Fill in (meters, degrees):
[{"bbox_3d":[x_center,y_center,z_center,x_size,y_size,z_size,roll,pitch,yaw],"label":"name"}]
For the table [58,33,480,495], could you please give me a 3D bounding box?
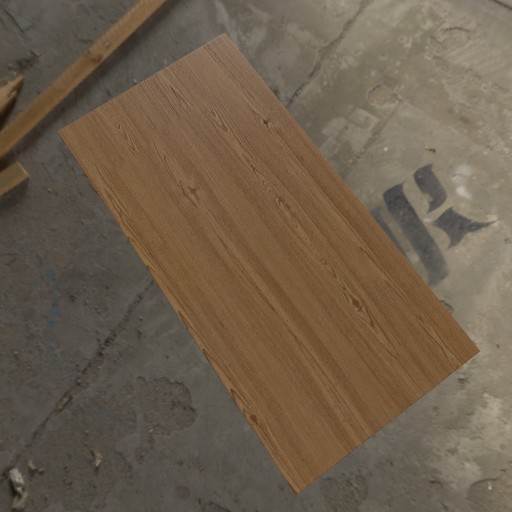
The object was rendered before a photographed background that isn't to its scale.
[{"bbox_3d":[0.000,0.000,2.222,0.901,0.750,1.797,-34,79,-8],"label":"table"}]
